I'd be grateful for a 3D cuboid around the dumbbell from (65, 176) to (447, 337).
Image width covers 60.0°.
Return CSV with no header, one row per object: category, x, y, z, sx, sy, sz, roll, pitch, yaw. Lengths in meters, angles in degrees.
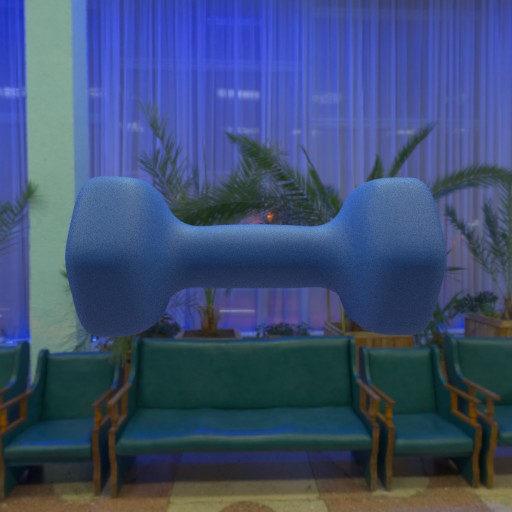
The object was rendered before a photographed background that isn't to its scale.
dumbbell,0.000,0.000,0.273,0.212,0.093,0.103,0,1,-1
